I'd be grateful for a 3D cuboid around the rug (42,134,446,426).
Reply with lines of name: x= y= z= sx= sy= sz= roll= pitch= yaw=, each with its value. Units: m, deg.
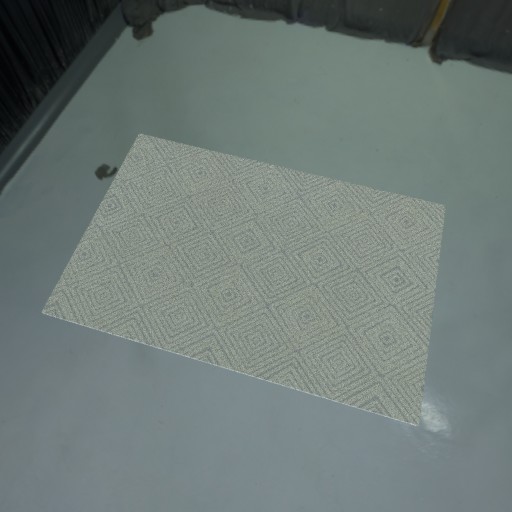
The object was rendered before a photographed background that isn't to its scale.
rug: x=0.000 y=0.000 z=2.210 sx=1.753 sy=0.008 sz=1.143 roll=15 pitch=64 yaw=7
